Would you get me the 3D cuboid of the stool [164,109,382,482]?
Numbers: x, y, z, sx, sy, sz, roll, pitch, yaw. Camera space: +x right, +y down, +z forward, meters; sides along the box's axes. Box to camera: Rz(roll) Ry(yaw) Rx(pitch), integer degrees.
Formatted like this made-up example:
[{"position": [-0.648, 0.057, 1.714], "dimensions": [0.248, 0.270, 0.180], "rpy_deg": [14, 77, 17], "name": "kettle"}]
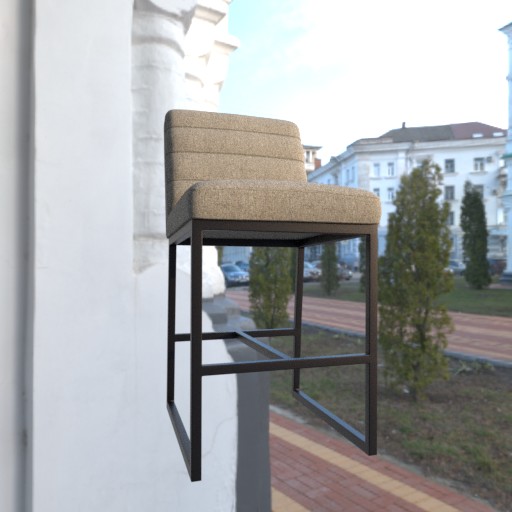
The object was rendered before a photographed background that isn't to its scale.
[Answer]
[{"position": [0.000, 0.000, 1.226], "dimensions": [0.460, 0.940, 0.560], "rpy_deg": [0, -1, -17], "name": "stool"}]
